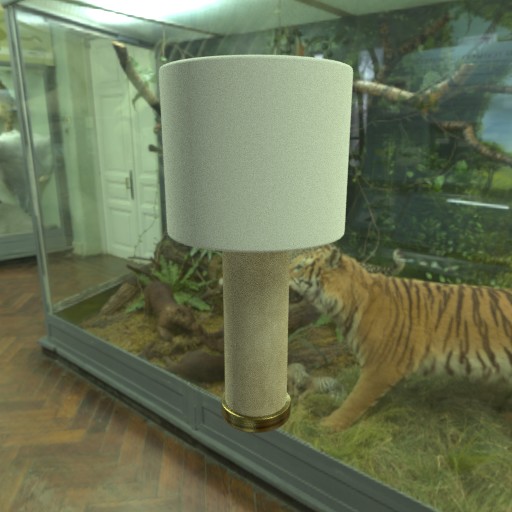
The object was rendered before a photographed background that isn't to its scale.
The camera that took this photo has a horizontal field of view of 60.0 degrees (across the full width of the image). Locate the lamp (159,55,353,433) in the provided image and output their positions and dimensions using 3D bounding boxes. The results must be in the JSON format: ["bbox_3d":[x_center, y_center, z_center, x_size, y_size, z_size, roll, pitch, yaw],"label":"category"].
[{"bbox_3d":[0.000,0.000,0.791,0.305,0.634,0.305,2,16,8],"label":"lamp"}]
